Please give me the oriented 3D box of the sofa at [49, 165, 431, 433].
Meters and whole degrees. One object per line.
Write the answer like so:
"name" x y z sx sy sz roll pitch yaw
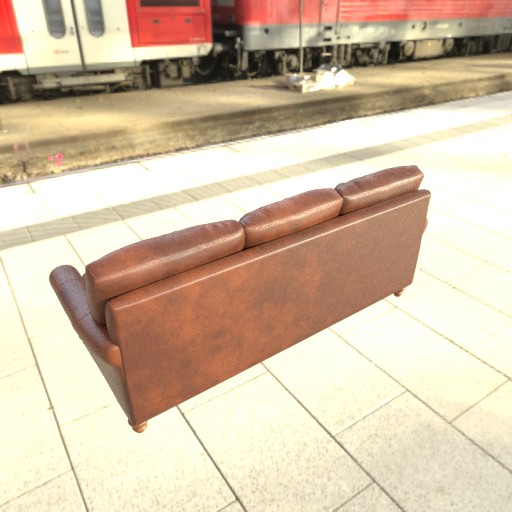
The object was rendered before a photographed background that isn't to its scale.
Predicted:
"sofa" 0.000 0.000 2.838 2.351 0.977 0.973 -20 36 -31
